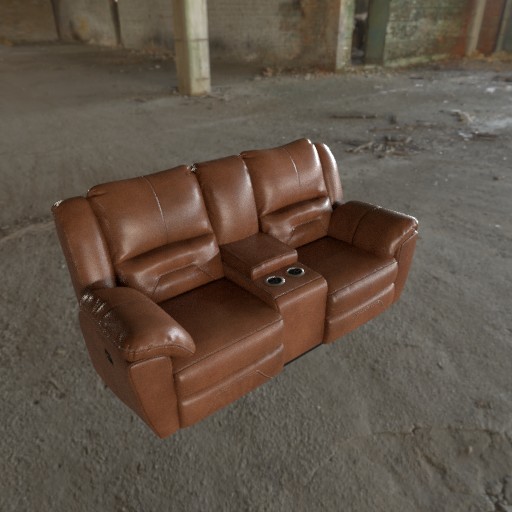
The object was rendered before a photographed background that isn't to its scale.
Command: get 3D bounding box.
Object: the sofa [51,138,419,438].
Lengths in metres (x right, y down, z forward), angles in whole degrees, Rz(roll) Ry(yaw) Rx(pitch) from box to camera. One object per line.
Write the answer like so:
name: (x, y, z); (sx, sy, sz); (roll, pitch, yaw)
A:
sofa: (0.000, 0.000, 2.672); (2.058, 1.043, 0.991); (-21, 35, -33)
